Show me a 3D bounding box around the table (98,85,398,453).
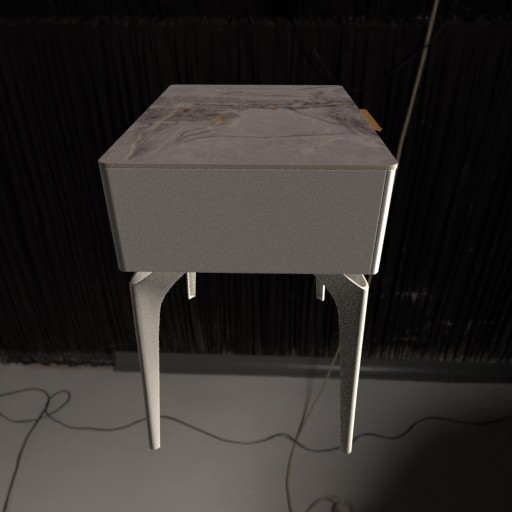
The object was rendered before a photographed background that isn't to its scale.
[{"bbox_3d":[0.000,0.000,0.904,0.400,0.570,0.500,1,31,1],"label":"table"}]
